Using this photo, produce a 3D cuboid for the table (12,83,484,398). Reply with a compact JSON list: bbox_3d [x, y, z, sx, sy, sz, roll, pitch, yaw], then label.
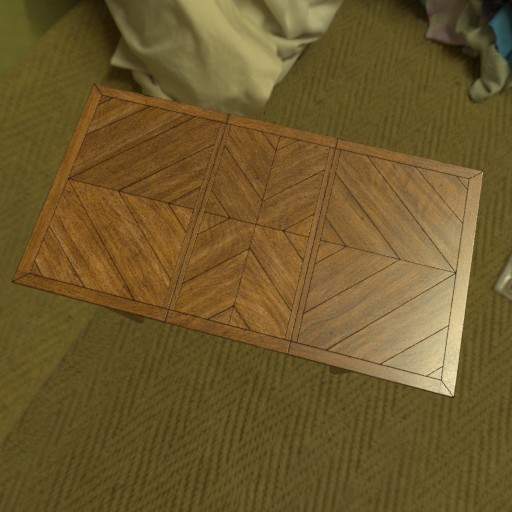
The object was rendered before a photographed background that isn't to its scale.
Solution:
[{"bbox_3d":[0.000,0.000,1.816,1.400,0.760,0.757,14,75,4],"label":"table"}]
